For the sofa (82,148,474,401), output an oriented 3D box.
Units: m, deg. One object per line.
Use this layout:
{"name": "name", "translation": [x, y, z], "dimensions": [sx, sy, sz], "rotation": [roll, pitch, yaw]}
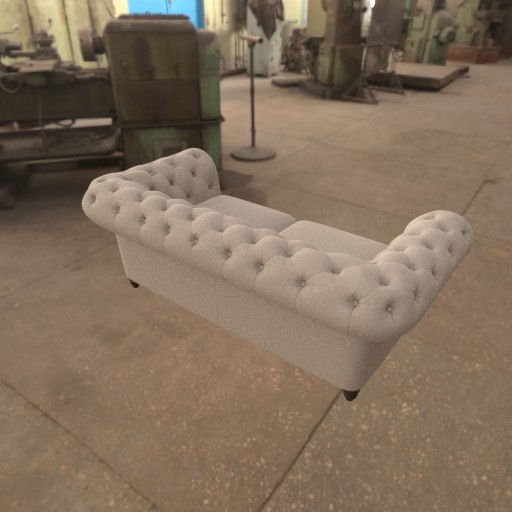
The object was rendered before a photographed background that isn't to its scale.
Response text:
{"name": "sofa", "translation": [0.000, 0.000, 2.500], "dimensions": [1.998, 0.764, 0.986], "rotation": [21, 37, 31]}
